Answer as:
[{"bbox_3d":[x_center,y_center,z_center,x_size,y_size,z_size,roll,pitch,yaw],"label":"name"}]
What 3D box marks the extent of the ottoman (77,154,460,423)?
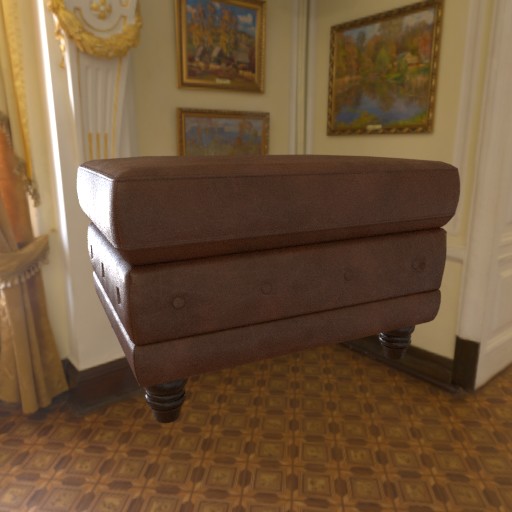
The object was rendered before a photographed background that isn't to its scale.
[{"bbox_3d":[0.000,0.000,1.156,0.795,0.509,0.588,-7,15,-26],"label":"ottoman"}]
